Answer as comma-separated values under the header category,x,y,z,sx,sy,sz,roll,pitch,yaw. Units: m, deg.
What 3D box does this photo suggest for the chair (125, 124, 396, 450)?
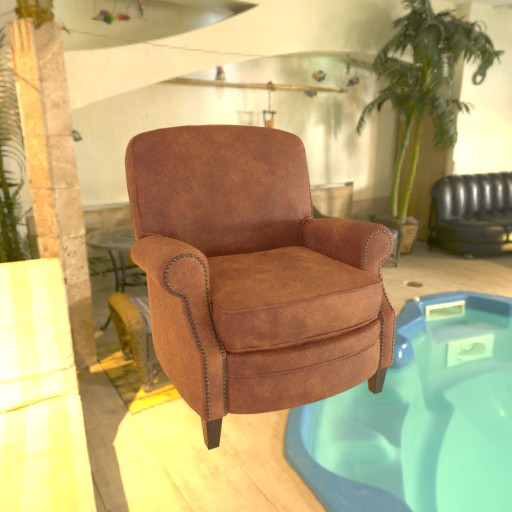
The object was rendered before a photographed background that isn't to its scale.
category,x,y,z,sx,sy,sz,roll,pitch,yaw
chair,0.000,0.000,1.771,0.936,1.018,0.986,-8,17,-26
